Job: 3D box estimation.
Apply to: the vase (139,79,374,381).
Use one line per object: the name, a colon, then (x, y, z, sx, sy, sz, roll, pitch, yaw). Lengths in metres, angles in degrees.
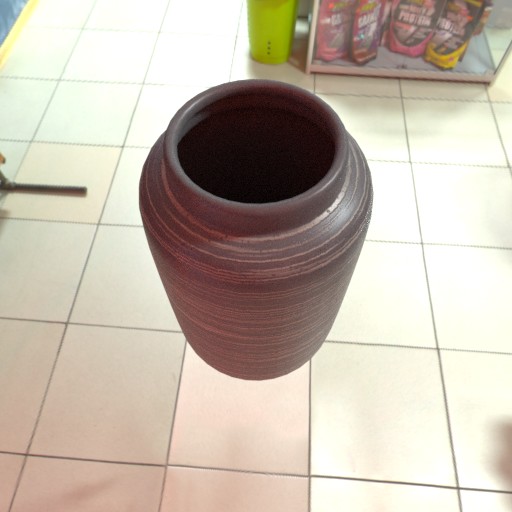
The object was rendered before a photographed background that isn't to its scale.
vase: (0.000, 0.000, 0.693, 0.297, 0.499, 0.297, 0, 59, 0)
